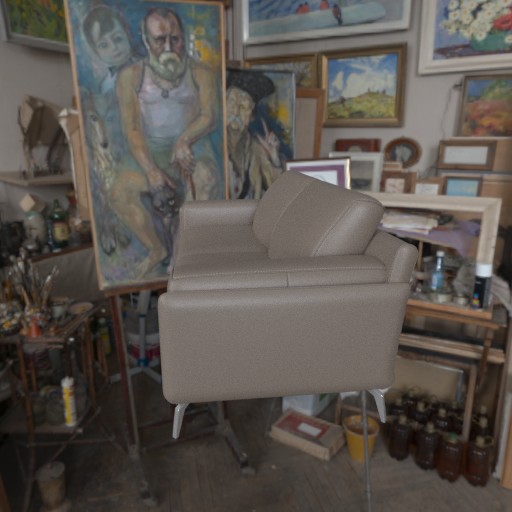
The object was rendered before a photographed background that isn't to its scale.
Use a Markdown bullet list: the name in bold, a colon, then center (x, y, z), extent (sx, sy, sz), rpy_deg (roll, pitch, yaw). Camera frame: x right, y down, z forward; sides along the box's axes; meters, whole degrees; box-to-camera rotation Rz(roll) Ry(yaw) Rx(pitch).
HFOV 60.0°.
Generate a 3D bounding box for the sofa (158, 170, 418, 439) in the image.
- **sofa**: center (0.000, 0.000, 2.622), extent (1.049, 0.930, 2.101), rpy_deg (-2, 15, -7)
